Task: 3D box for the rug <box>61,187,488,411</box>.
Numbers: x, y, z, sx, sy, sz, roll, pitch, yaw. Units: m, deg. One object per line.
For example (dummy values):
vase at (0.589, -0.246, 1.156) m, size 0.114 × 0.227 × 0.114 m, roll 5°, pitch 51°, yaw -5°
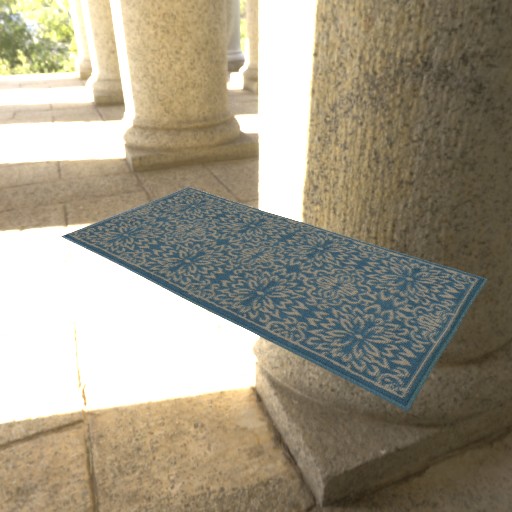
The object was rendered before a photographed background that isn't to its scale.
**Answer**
rug at (0.000, 0.000, 1.393) m, size 1.219 × 0.007 × 0.604 m, roll 21°, pitch 36°, yaw 32°
